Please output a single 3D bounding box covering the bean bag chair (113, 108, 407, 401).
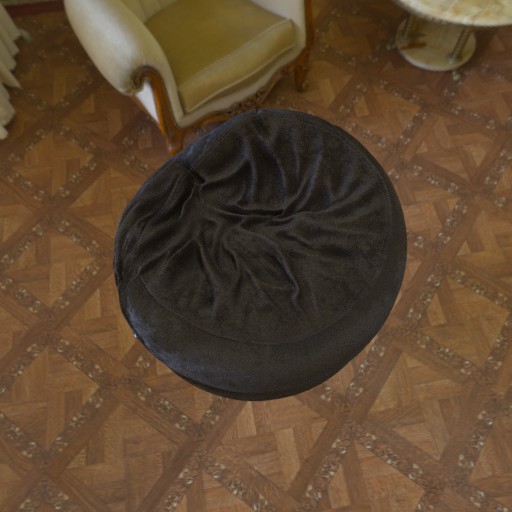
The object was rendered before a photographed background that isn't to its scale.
[{"bbox_3d":[0.000,0.000,1.489,0.918,0.605,0.918,0,64,0],"label":"bean bag chair"}]
